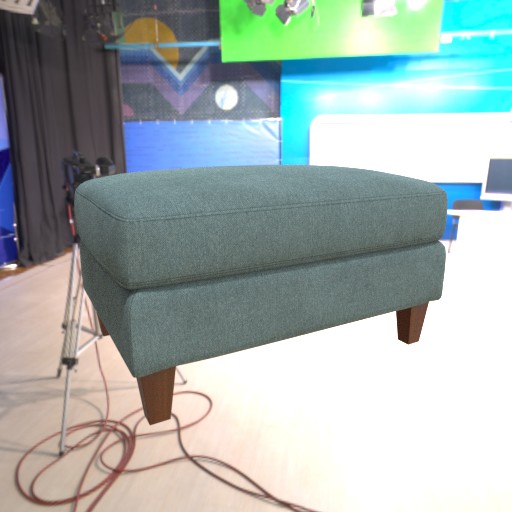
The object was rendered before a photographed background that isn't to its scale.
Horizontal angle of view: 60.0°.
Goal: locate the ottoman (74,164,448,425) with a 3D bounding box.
[{"bbox_3d":[0.000,0.000,1.219,0.864,0.483,0.584,-8,17,-28],"label":"ottoman"}]
